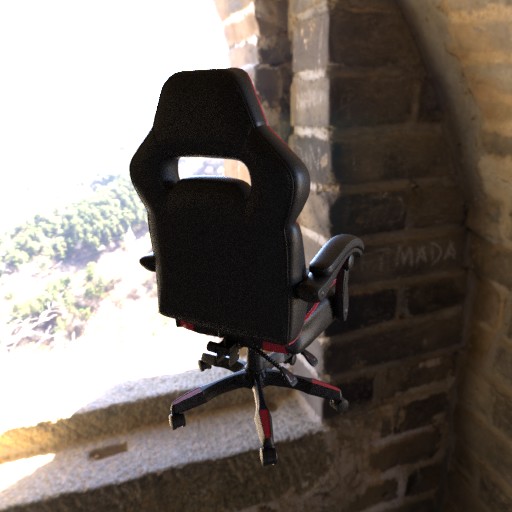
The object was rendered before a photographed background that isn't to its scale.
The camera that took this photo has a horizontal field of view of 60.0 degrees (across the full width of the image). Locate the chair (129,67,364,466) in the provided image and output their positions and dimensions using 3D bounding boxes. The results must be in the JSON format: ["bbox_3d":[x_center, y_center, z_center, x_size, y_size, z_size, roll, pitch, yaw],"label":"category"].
[{"bbox_3d":[0.000,0.000,1.625,0.700,1.220,0.700,9,19,27],"label":"chair"}]
